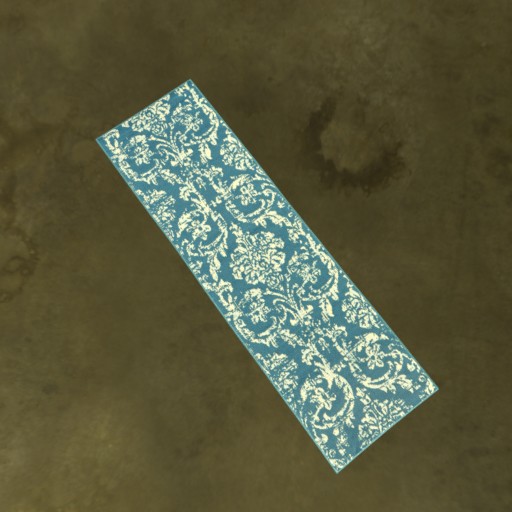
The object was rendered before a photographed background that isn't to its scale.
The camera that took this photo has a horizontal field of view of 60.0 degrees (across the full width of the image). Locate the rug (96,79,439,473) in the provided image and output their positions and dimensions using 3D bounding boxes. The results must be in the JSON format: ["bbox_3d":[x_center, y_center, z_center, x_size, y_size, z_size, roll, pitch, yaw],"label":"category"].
[{"bbox_3d":[0.000,0.000,2.380,0.662,0.011,2.196,-36,79,-8],"label":"rug"}]
